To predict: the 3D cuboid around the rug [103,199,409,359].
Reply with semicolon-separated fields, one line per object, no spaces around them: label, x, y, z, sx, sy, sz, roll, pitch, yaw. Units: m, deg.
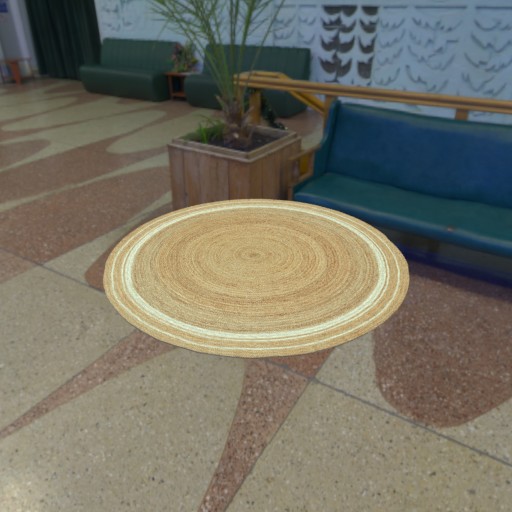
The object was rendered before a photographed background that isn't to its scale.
rug;0.000;0.000;3.694;2.444;0.015;2.444;0;30;0
